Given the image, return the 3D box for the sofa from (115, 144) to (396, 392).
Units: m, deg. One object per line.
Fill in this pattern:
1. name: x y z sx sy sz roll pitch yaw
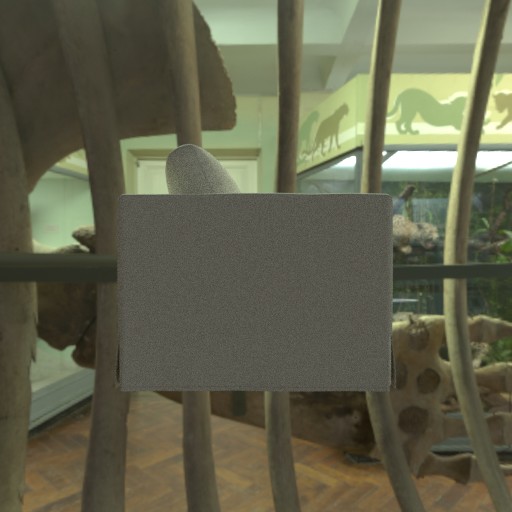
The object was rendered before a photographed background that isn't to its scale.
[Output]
1. sofa: 0.000 0.000 2.458 1.009 0.932 1.813 0 1 0
